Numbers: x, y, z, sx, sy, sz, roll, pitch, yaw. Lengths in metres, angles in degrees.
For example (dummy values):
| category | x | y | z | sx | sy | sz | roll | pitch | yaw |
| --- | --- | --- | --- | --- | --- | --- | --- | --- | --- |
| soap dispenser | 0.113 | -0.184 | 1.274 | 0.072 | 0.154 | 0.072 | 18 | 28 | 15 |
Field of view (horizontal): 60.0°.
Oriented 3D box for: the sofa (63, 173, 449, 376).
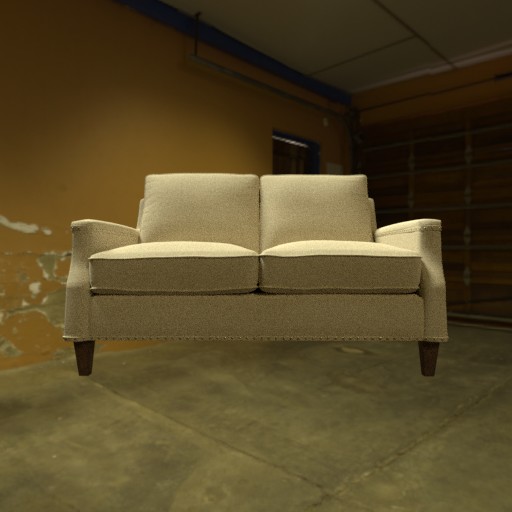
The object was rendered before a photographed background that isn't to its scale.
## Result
| category | x | y | z | sx | sy | sz | roll | pitch | yaw |
| --- | --- | --- | --- | --- | --- | --- | --- | --- | --- |
| sofa | 0.000 | 0.000 | 2.337 | 1.597 | 1.003 | 1.084 | 0 | 0 | 0 |
